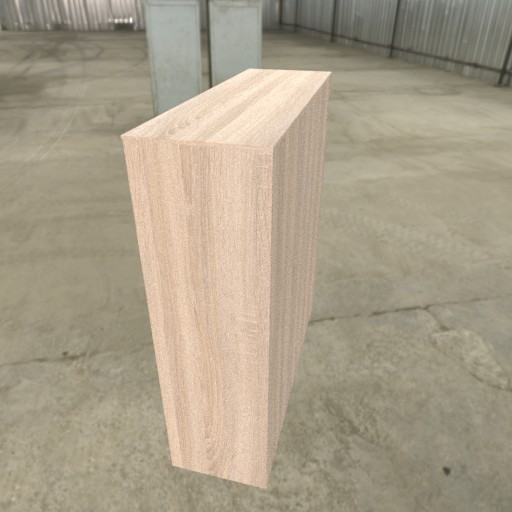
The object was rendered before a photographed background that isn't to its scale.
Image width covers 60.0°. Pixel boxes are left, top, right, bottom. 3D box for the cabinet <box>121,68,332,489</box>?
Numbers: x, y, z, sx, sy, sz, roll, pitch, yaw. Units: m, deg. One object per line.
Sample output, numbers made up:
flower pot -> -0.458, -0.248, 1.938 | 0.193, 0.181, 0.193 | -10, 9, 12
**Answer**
cabinet -> 0.000, 0.000, 2.954 | 0.620, 2.060, 1.870 | 8, 31, 13
